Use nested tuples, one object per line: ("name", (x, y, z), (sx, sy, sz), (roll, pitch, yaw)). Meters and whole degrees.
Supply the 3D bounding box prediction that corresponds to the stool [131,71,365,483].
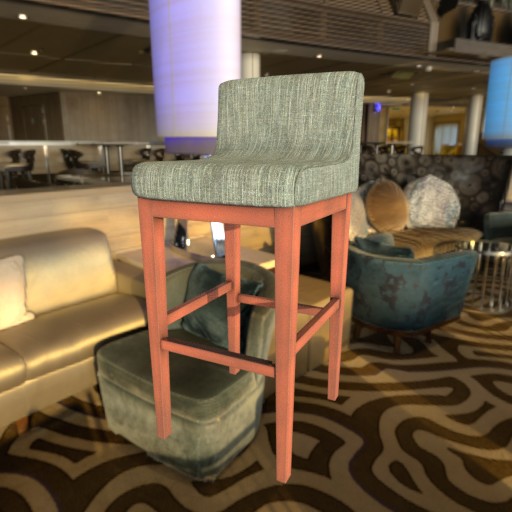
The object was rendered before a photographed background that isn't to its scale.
("stool", (0.000, 0.000, 1.199), (0.426, 0.965, 0.499), (7, 16, 26))
